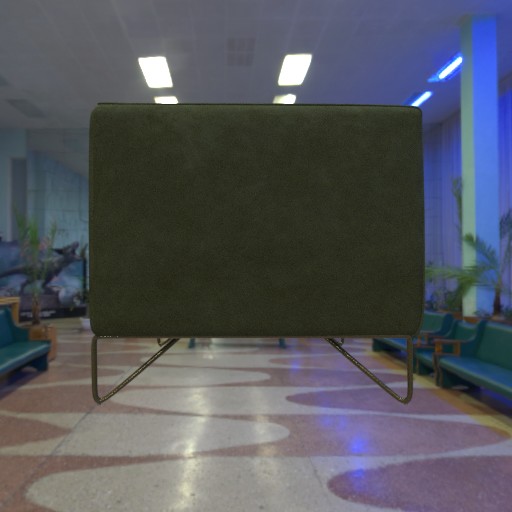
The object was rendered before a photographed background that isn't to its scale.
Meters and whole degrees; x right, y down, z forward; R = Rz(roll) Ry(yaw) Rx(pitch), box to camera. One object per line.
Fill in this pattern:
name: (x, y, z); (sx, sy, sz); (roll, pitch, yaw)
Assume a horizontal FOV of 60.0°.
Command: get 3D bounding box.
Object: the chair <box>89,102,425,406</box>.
chair: (0.000, 0.000, 1.567); (0.894, 0.790, 0.880); (0, -1, -1)
